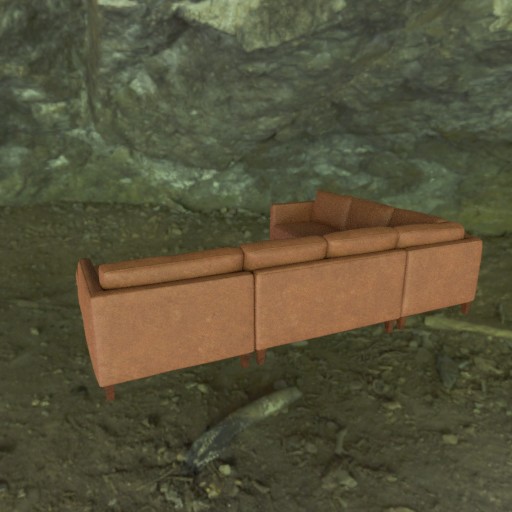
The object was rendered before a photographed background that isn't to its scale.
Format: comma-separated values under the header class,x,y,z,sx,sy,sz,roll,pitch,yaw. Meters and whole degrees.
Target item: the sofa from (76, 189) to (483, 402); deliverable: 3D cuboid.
class,x,y,z,sx,sy,sz,roll,pitch,yaw
sofa,0.000,0.000,4.539,3.460,0.923,2.593,-8,18,-24
